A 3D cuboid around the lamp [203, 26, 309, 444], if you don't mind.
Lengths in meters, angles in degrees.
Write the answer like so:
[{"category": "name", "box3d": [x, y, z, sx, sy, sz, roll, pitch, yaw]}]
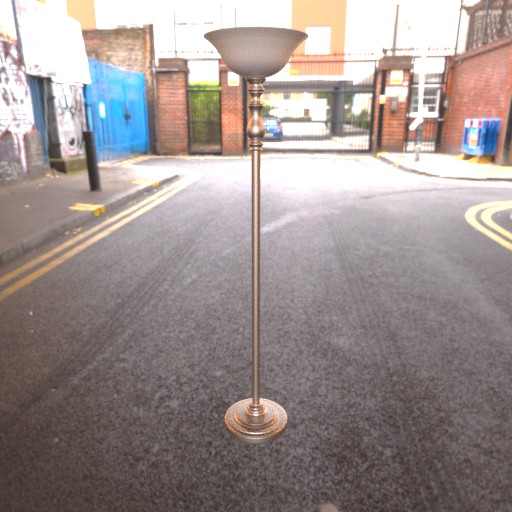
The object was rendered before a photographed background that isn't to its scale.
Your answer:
[{"category": "lamp", "box3d": [0.000, 0.000, 1.971, 0.405, 1.771, 0.405, 16, 23, 42]}]
